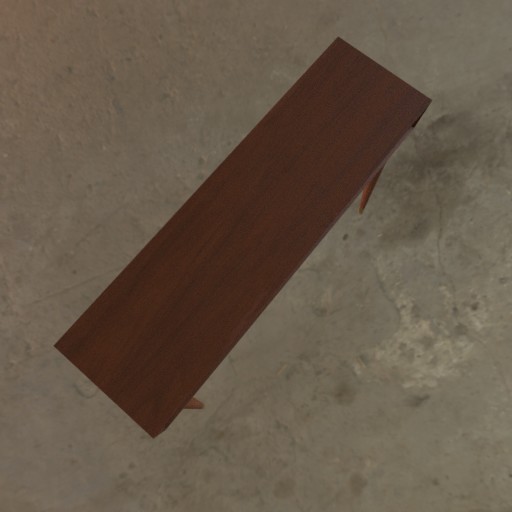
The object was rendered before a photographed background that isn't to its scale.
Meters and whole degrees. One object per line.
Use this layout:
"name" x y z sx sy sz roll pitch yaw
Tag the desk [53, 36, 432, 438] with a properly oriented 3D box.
"desk" 0.000 0.000 1.653 0.384 0.917 1.204 39 79 9
